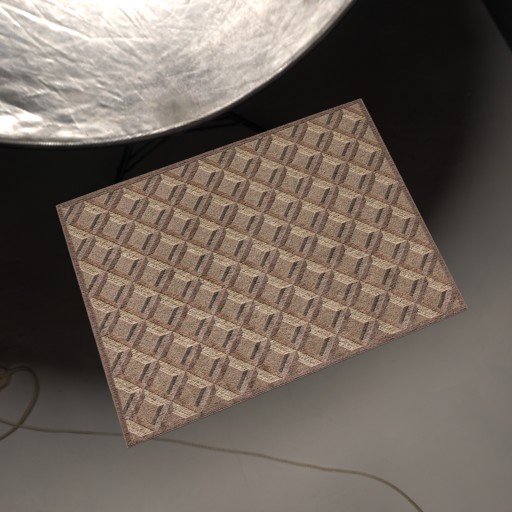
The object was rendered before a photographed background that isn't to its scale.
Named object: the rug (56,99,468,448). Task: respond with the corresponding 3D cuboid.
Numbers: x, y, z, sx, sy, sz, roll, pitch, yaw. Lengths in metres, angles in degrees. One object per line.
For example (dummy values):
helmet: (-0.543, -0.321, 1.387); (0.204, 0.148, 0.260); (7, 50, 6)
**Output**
rug: (0.000, 0.000, 4.222); (3.294, 0.018, 2.382); (-21, 77, -5)
